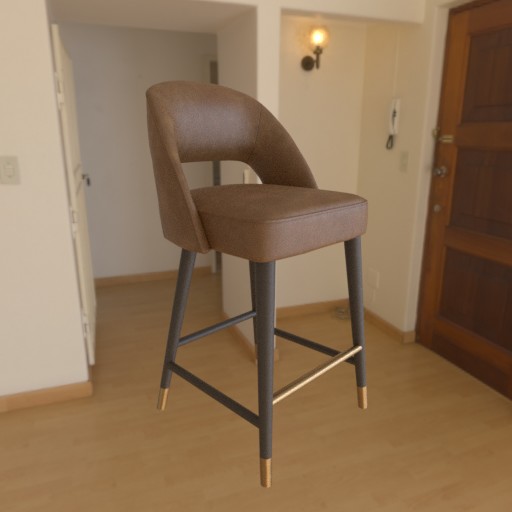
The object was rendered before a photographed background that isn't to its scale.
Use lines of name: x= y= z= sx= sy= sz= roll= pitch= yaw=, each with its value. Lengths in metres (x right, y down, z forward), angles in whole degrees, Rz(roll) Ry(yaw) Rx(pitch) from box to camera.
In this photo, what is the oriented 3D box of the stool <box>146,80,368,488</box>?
stool: x=0.000 y=0.000 z=1.227 sx=0.509 sy=0.940 sz=0.494 roll=14 pitch=21 yaw=42
